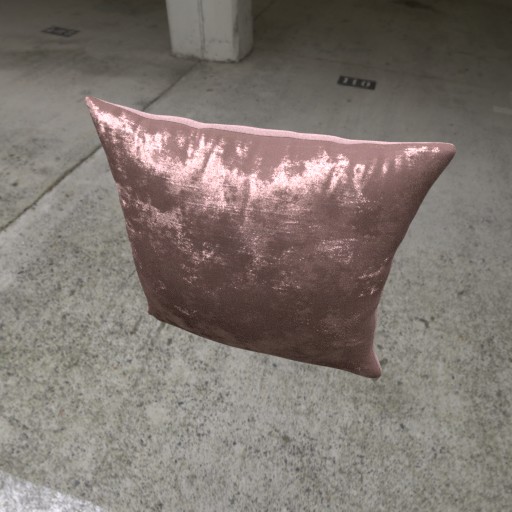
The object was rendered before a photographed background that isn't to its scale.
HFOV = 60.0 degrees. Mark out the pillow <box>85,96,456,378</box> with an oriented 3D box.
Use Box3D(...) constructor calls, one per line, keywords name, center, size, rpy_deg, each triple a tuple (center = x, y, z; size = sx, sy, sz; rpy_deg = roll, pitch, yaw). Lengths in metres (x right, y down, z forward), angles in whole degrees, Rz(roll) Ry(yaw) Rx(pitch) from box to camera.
Box3D(name="pillow", center=(0.000, 0.000, 0.695), size=(0.470, 0.464, 0.175), rpy_deg=(11, 43, 12))
